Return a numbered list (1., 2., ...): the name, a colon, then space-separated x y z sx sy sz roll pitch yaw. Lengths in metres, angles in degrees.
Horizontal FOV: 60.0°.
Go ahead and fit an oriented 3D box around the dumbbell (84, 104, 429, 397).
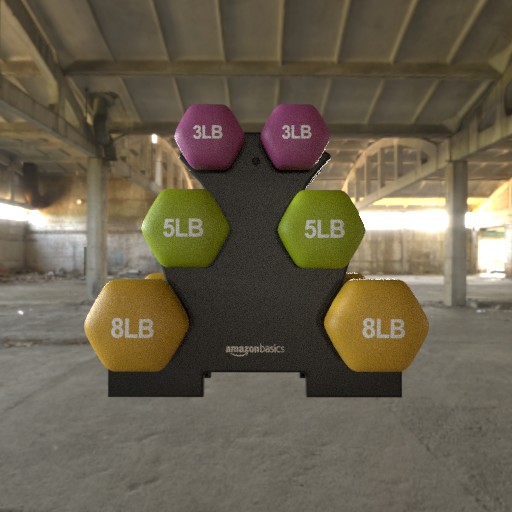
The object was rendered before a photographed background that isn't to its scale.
1. dumbbell: 0.000 0.000 0.464 0.300 0.271 0.190 0 0 0
